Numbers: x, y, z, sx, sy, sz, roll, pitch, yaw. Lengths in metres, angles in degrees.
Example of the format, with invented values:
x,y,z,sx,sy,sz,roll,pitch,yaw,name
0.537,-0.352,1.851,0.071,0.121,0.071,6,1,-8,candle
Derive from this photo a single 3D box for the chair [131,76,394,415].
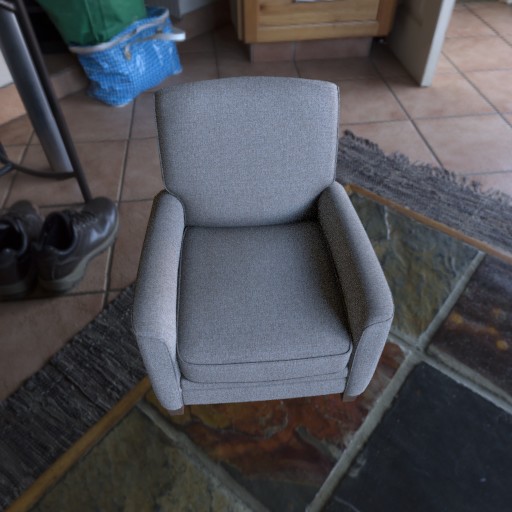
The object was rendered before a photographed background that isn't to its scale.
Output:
x,y,z,sx,sy,sz,roll,pitch,yaw,name
0.000,0.000,1.674,0.848,1.014,0.864,-3,47,-3,chair
